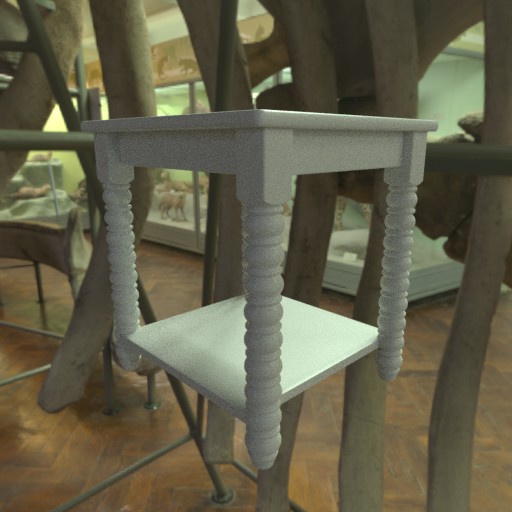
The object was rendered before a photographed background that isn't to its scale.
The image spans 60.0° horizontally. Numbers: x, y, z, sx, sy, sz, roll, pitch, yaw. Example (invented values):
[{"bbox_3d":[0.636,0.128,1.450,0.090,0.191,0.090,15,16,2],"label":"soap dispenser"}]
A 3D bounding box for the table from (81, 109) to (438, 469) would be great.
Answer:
[{"bbox_3d":[0.000,0.000,0.965,0.500,0.563,0.533,-14,20,-42],"label":"table"}]
